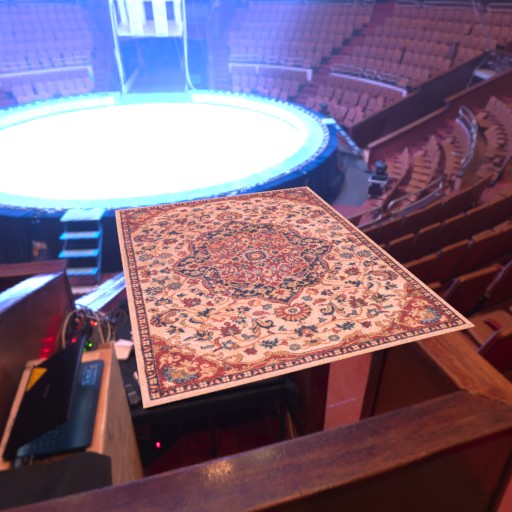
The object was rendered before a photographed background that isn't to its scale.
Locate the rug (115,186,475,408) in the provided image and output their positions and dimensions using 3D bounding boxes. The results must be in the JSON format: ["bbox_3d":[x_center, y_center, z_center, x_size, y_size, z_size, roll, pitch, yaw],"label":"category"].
[{"bbox_3d":[0.000,0.000,4.258,2.454,0.005,3.067,-9,31,-16],"label":"rug"}]
